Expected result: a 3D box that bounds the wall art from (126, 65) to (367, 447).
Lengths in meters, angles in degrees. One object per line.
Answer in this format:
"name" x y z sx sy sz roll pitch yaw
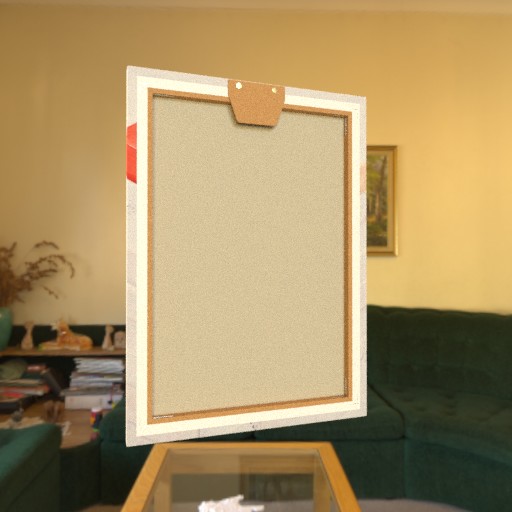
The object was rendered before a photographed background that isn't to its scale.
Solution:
"wall art" 0.000 0.000 1.092 0.613 0.848 0.036 0 0 -19
